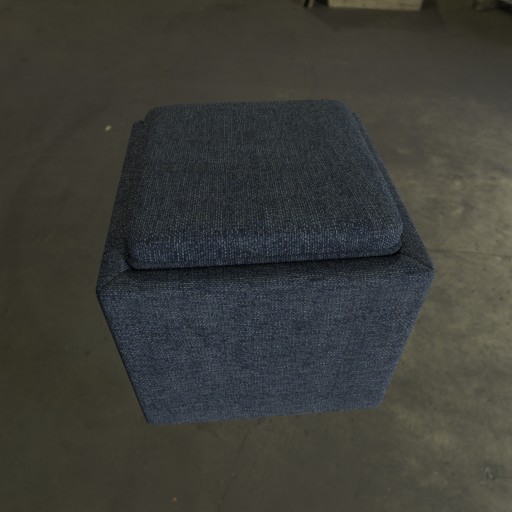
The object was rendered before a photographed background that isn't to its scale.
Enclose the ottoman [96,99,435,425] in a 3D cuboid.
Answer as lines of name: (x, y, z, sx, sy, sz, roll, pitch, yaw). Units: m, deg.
ottoman: (0.000, 0.000, 0.844, 0.450, 0.460, 0.450, -3, 45, -3)
